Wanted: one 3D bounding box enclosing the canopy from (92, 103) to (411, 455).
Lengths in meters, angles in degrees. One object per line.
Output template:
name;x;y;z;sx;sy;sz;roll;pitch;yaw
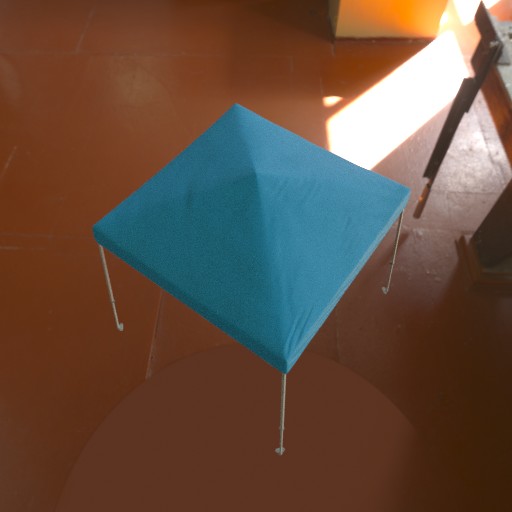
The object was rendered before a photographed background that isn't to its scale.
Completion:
canopy;0.000;0.000;5.307;2.848;2.849;2.849;32;63;19
